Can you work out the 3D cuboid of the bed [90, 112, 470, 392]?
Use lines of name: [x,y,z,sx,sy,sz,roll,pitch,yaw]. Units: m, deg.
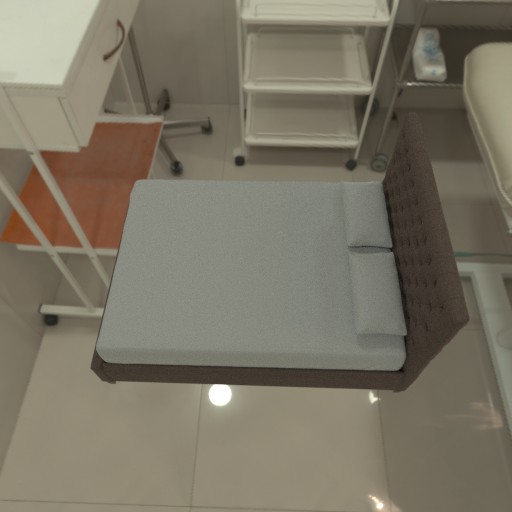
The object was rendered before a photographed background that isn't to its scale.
bed: [0.000,0.000,3.421,2.387,1.427,1.698,1,57,1]
